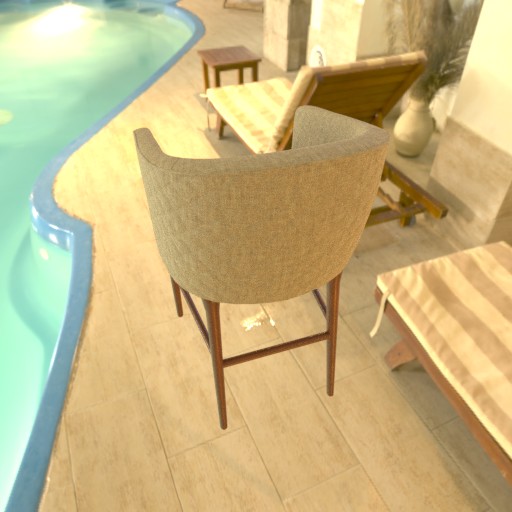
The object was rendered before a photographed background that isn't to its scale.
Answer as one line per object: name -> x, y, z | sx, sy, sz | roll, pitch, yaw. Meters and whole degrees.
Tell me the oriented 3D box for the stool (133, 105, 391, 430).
stool -> 0.000, 0.000, 1.321 | 0.559, 0.952, 0.635 | -12, 42, -14
